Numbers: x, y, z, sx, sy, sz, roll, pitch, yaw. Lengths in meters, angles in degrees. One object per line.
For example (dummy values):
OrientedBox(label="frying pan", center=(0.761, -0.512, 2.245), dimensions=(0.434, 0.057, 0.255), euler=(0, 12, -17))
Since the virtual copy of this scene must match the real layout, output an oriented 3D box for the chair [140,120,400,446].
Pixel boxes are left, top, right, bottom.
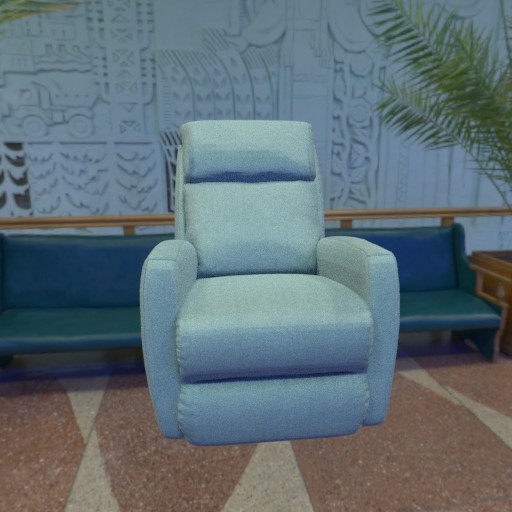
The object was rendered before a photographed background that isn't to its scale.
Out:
OrientedBox(label="chair", center=(0.000, 0.000, 1.679), dimensions=(0.812, 1.013, 0.940), euler=(-2, 15, -6))
